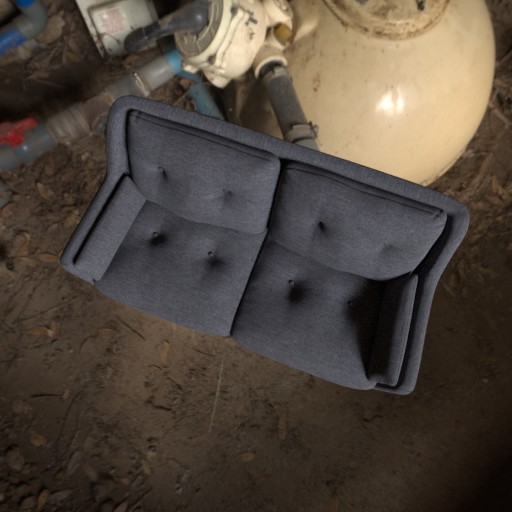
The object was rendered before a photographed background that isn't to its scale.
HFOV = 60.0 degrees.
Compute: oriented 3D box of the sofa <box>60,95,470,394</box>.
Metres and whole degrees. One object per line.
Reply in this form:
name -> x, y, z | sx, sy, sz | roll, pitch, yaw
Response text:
sofa -> 0.000, 0.000, 2.442 | 1.929, 0.896, 0.975 | 19, 74, 6
